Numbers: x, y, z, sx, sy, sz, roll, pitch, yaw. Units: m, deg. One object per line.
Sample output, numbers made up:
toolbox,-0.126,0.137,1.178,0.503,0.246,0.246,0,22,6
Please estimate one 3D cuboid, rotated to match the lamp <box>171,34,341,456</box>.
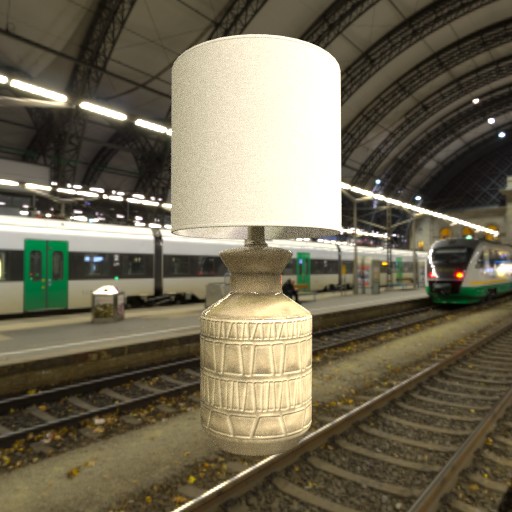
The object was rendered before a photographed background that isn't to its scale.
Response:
lamp,0.000,0.000,0.559,0.211,0.455,0.211,-1,-2,17
